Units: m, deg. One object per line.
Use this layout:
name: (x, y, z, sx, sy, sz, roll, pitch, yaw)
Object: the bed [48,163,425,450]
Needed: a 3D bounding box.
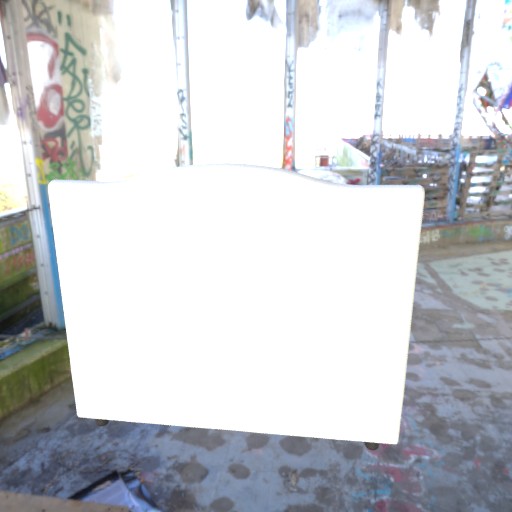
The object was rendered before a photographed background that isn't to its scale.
bed: (0.000, 0.000, 3.187, 1.753, 1.460, 2.143, 2, 16, 7)
